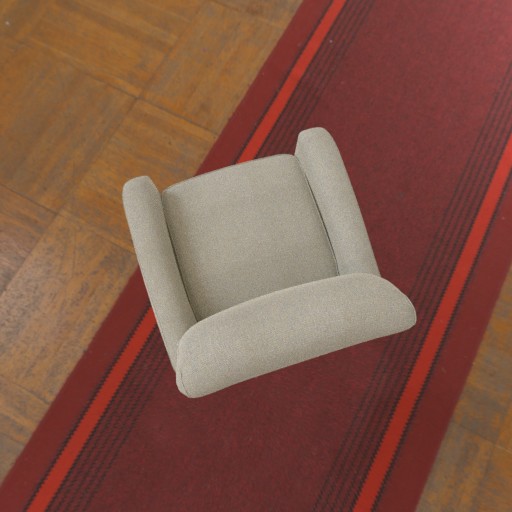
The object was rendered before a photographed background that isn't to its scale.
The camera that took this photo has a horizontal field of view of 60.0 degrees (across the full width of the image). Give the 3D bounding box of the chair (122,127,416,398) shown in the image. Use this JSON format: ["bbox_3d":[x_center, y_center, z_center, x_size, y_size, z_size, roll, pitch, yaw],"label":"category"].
[{"bbox_3d":[0.000,0.000,1.678,0.850,1.006,0.853,-17,75,-5],"label":"chair"}]
